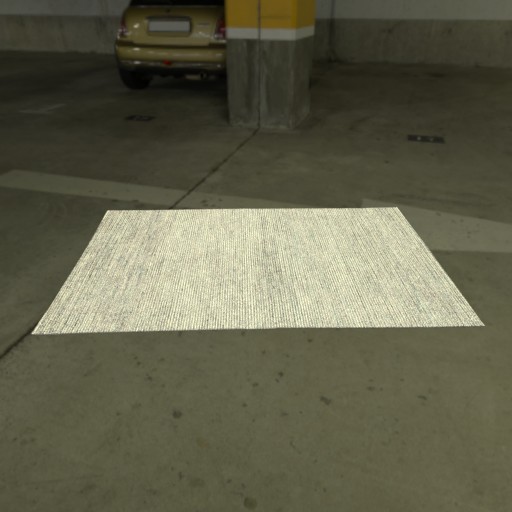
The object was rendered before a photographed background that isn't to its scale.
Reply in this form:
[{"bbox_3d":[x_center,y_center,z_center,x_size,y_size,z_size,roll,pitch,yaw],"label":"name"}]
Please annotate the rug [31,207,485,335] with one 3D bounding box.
[{"bbox_3d":[0.000,0.000,2.229,1.789,0.021,1.159,-1,30,-1],"label":"rug"}]
